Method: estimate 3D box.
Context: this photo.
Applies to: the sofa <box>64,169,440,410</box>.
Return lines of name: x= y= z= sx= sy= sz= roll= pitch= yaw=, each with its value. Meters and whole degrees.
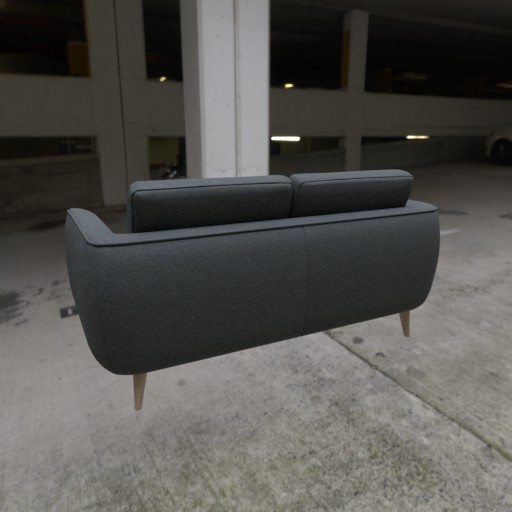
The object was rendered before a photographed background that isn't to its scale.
sofa: x=0.000 y=0.000 z=2.211 sx=1.700 sy=0.850 sz=0.920 roll=-8 pitch=17 yaw=-26
